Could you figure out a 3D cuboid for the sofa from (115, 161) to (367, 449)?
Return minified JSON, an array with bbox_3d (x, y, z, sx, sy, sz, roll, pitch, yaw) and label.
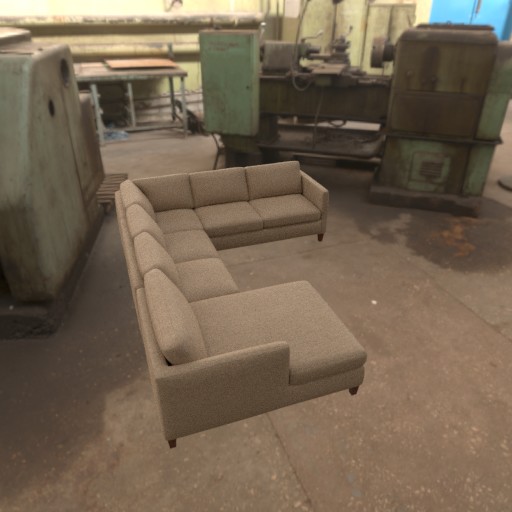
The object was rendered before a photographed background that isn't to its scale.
[{"bbox_3d":[0.000,0.000,4.585,2.551,0.889,3.403,-10,31,-17],"label":"sofa"}]
